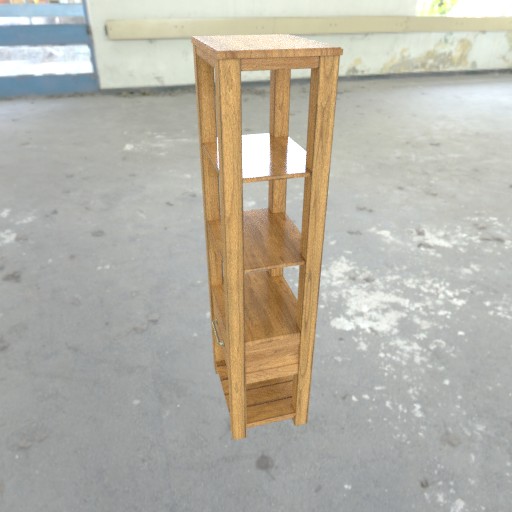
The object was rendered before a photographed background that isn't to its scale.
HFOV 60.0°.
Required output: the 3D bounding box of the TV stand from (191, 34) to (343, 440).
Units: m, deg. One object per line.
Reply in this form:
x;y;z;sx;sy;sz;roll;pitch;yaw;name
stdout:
0.000;0.000;2.088;0.435;1.828;0.565;-8;32;-13;TV stand
